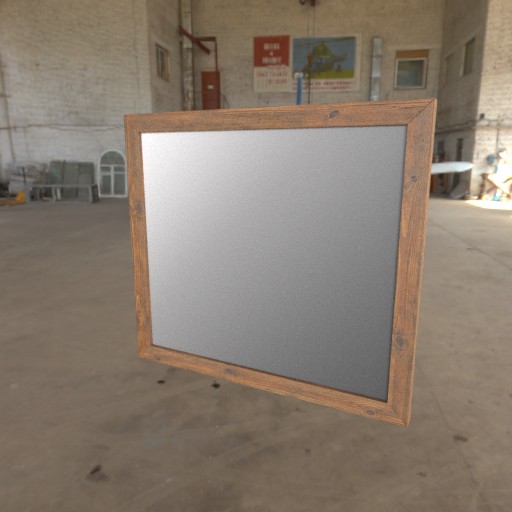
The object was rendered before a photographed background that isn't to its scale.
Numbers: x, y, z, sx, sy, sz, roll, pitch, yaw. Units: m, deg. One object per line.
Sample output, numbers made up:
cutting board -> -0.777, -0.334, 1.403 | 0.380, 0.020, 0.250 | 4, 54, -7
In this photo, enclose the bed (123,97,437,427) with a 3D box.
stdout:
bed -> 0.000, 0.000, 1.480 | 1.046, 0.942, 0.046 | 6, 14, 26
